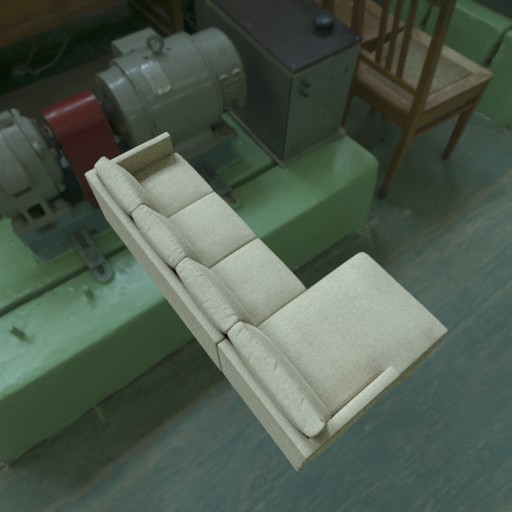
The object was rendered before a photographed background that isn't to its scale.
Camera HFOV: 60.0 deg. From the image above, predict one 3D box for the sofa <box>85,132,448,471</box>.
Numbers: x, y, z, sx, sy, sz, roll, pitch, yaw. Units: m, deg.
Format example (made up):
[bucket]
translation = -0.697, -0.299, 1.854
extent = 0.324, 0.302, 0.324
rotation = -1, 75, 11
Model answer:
[sofa]
translation = 0.000, 0.000, 4.039
extent = 1.650, 0.922, 3.205
rotation = -34, 64, -19
